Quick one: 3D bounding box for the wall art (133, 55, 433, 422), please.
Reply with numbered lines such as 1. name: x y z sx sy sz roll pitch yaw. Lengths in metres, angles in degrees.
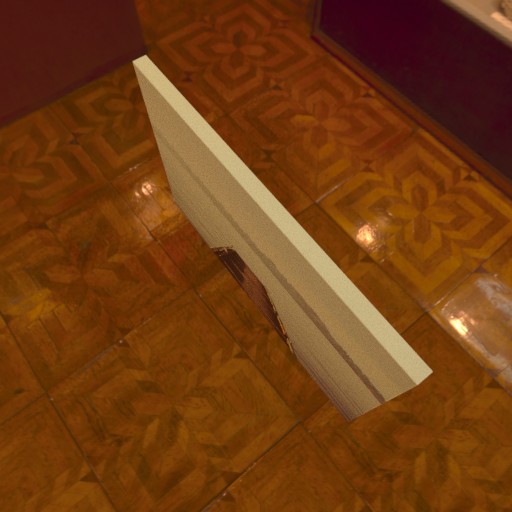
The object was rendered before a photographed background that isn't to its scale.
1. wall art: 0.000 0.000 1.149 0.037 0.609 0.916 -34 69 -15
